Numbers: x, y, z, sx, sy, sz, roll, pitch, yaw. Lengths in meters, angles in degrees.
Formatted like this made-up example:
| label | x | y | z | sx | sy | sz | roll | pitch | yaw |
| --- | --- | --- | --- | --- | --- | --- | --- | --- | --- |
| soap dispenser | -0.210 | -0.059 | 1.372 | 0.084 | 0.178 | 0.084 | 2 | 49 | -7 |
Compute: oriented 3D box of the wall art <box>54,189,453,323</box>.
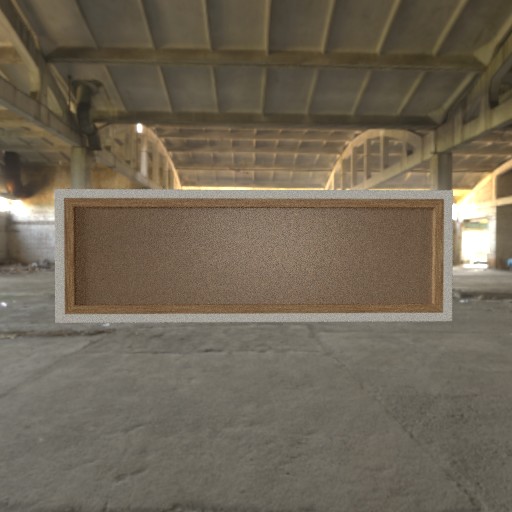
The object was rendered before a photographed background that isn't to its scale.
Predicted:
| label | x | y | z | sx | sy | sz | roll | pitch | yaw |
| --- | --- | --- | --- | --- | --- | --- | --- | --- | --- |
| wall art | 0.000 | 0.000 | 1.712 | 1.520 | 0.507 | 0.044 | 0 | 1 | -1 |
